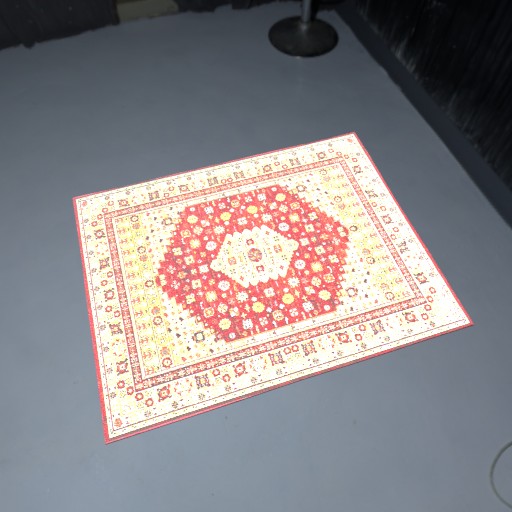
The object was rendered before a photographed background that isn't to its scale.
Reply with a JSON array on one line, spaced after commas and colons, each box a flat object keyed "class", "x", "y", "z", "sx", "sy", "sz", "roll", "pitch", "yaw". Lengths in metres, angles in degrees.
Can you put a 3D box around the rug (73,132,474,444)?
[{"class": "rug", "x": 0.000, "y": 0.000, "z": 4.038, "sx": 3.053, "sy": 0.013, "sz": 2.387, "roll": -15, "pitch": 60, "yaw": -9}]
